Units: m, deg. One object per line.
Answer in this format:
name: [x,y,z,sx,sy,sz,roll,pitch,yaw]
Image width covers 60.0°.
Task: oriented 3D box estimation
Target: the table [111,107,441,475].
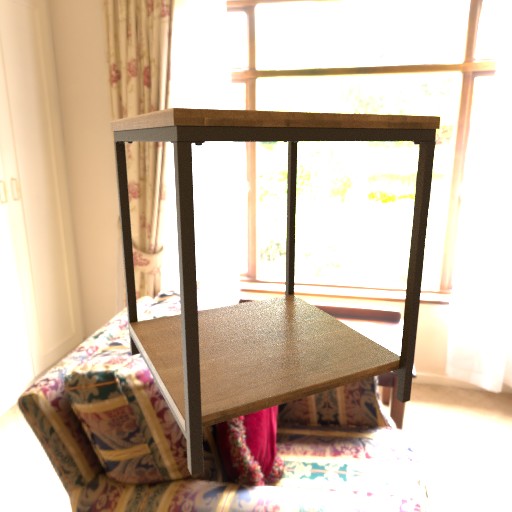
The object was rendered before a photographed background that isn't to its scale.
table: [0.000,0.000,0.996,0.503,0.589,0.507,-7,16,-26]
